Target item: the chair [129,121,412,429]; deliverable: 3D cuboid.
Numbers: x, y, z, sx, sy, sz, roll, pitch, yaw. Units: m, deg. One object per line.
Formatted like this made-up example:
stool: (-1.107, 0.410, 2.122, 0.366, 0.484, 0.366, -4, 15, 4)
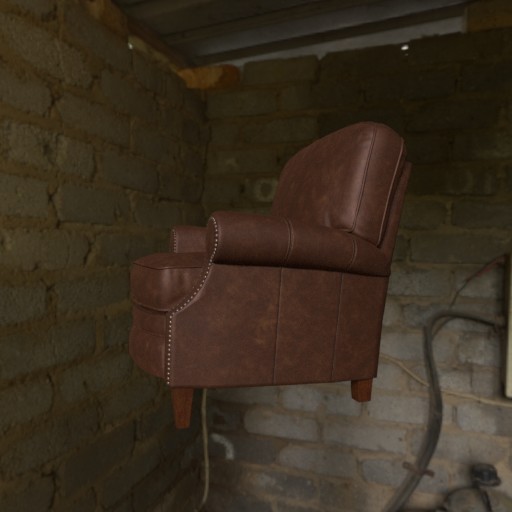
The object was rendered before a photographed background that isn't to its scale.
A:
chair: (0.000, 0.000, 1.784, 0.986, 1.018, 0.936, 0, 1, -19)
